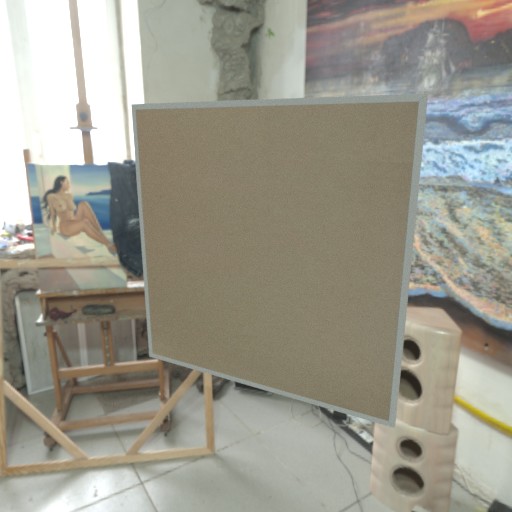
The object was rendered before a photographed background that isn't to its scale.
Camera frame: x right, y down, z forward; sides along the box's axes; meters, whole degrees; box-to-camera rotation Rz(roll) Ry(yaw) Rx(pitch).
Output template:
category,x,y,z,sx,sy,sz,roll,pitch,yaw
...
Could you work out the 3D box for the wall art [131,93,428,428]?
category,x,y,z,sx,sy,sz,roll,pitch,yaw
wall art,0.000,0.000,0.684,0.456,0.456,0.007,8,18,27
